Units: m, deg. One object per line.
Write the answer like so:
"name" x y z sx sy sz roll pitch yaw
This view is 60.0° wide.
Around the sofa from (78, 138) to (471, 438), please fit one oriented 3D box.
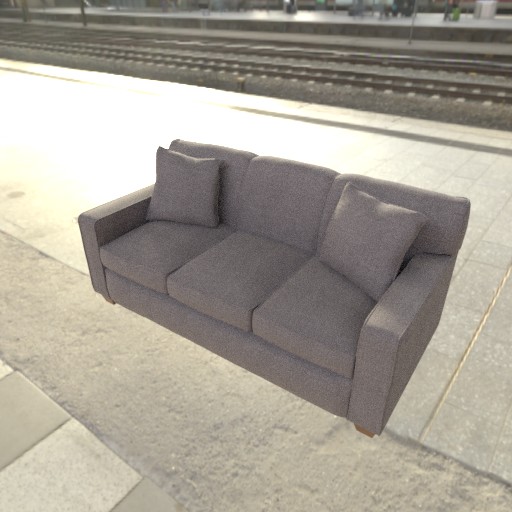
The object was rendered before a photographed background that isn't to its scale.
"sofa" 0.000 0.000 2.599 2.024 0.958 0.997 19 36 29
